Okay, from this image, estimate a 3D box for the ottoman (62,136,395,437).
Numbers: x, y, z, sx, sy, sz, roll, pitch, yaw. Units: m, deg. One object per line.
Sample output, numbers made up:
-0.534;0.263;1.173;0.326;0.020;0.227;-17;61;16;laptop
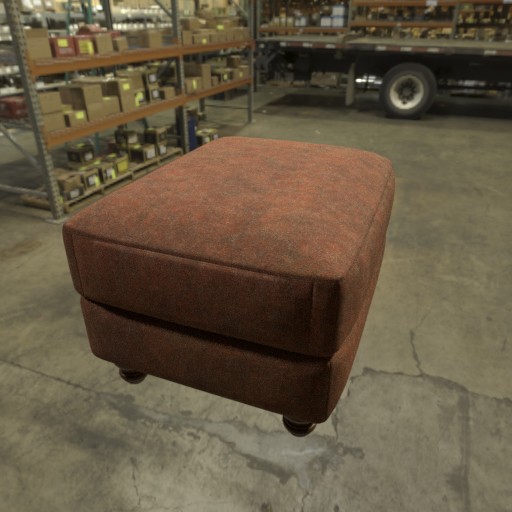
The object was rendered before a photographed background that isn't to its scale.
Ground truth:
0.000;0.000;1.186;0.635;0.508;0.787;11;30;19;ottoman
